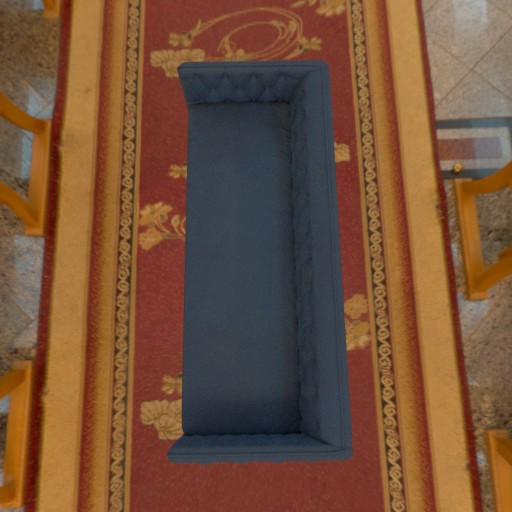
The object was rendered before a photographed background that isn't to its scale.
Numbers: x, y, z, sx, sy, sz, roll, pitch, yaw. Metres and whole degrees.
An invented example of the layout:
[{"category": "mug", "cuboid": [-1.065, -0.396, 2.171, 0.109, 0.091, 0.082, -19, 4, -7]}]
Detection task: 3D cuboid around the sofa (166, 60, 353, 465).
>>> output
[{"category": "sofa", "cuboid": [0.000, 0.000, 2.687, 0.895, 0.771, 2.209, -1, 77, 0]}]
